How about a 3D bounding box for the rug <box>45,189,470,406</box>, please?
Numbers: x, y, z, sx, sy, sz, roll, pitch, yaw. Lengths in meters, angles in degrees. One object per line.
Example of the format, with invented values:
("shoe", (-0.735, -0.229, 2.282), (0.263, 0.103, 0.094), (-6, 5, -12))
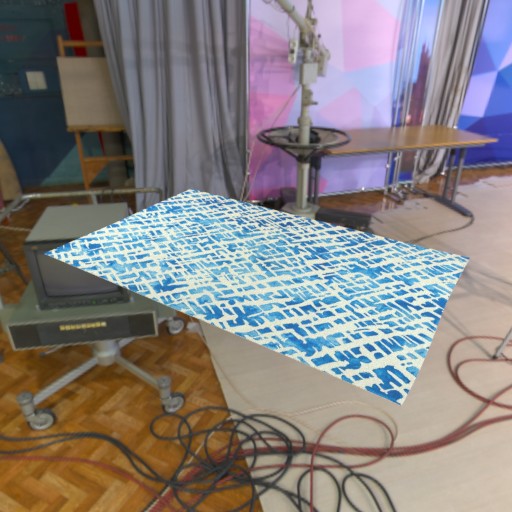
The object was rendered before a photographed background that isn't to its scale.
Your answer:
("rug", (0.000, 0.000, 2.986), (2.447, 0.011, 1.520), (17, 33, 29))
